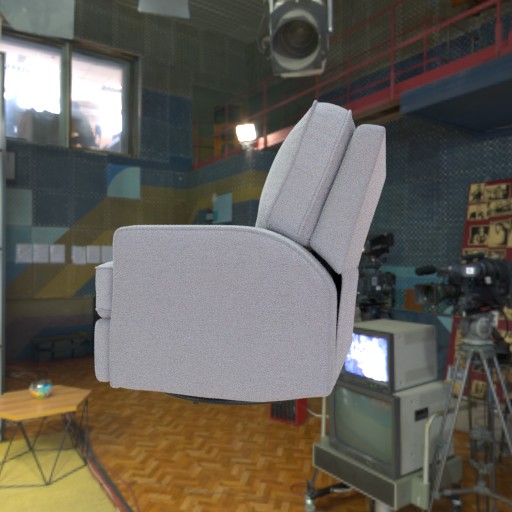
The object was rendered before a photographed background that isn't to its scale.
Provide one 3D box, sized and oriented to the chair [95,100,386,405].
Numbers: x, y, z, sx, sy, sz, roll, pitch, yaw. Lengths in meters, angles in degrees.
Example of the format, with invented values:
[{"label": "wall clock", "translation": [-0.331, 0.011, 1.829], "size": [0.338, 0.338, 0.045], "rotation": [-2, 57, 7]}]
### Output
[{"label": "chair", "translation": [0.000, 0.000, 1.723], "size": [0.969, 0.964, 0.861], "rotation": [0, -1, 16]}]
